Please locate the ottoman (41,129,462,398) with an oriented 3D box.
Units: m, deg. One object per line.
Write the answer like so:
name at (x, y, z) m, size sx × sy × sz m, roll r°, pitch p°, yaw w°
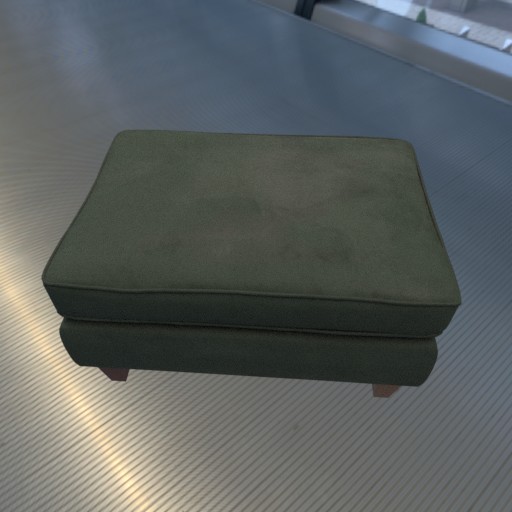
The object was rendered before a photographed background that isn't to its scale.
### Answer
ottoman at (0.000, 0.000, 1.218) m, size 0.864 × 0.495 × 0.632 m, roll 3°, pitch 46°, yaw 3°
